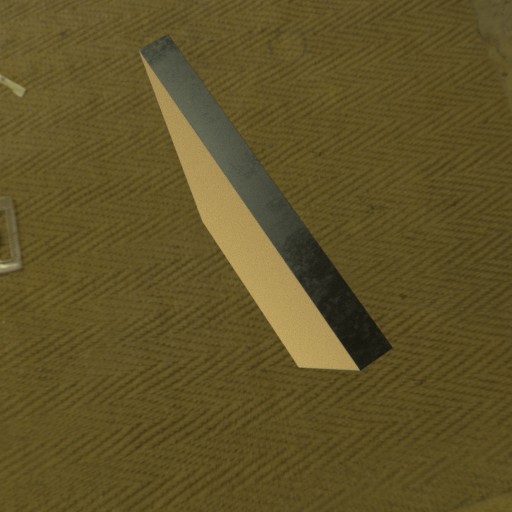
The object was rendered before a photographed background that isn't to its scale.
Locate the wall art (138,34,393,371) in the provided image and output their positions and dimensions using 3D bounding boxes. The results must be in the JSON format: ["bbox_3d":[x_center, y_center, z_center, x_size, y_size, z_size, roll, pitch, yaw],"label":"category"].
[{"bbox_3d":[0.000,0.000,0.565,0.031,0.457,0.313,-33,78,-8],"label":"wall art"}]
